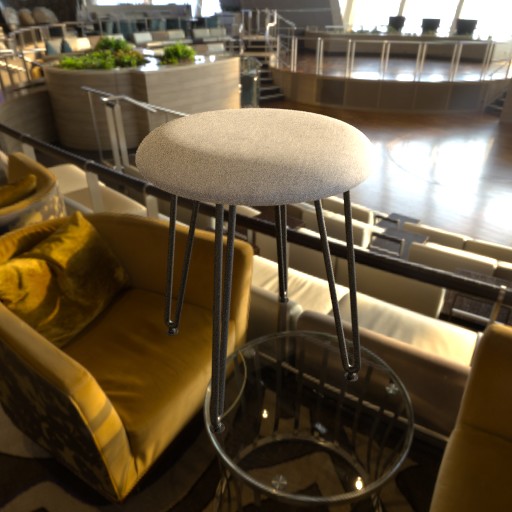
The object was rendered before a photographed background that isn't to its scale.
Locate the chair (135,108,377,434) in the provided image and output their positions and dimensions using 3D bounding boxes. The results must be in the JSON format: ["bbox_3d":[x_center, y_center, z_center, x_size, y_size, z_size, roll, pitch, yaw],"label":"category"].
[{"bbox_3d":[0.000,0.000,0.663,0.350,0.386,0.350,10,32,17],"label":"chair"}]
